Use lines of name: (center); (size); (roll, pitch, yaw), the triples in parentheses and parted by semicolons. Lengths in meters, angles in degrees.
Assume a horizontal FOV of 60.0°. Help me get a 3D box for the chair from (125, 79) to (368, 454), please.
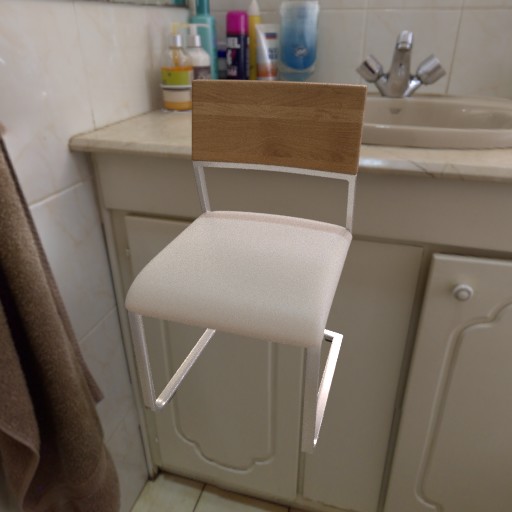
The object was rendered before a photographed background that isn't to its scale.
chair: (0.000, 0.000, 1.192); (0.467, 0.844, 0.585); (8, 28, 16)
